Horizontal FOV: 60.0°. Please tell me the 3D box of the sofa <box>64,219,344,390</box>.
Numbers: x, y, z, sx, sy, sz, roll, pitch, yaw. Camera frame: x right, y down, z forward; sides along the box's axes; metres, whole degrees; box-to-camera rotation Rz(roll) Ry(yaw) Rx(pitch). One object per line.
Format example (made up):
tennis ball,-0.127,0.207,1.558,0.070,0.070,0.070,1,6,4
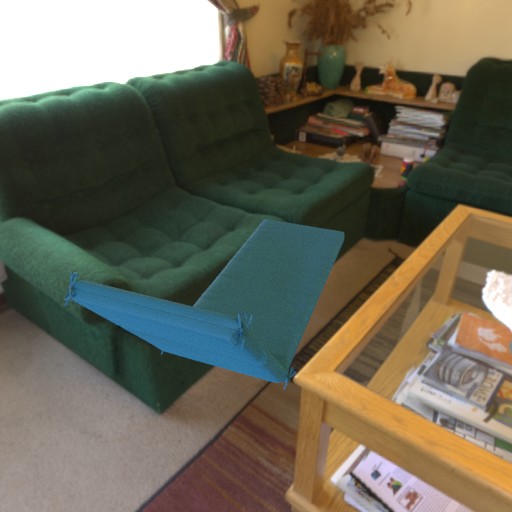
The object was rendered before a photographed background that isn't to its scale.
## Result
sofa,0.000,0.000,1.948,0.582,0.622,1.663,11,33,18
